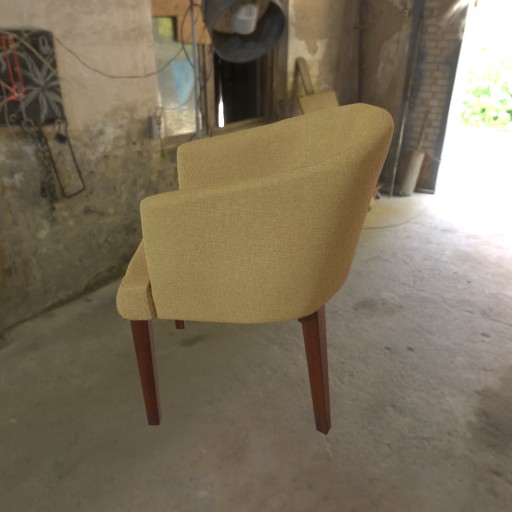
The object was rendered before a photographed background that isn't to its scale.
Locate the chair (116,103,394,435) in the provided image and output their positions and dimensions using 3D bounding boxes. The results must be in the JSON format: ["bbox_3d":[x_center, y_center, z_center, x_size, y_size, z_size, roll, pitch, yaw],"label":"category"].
[{"bbox_3d":[0.000,0.000,1.265,0.655,0.811,0.583,0,26,0],"label":"chair"}]
